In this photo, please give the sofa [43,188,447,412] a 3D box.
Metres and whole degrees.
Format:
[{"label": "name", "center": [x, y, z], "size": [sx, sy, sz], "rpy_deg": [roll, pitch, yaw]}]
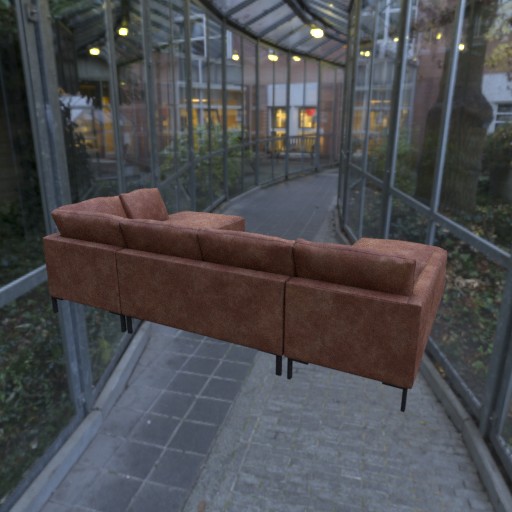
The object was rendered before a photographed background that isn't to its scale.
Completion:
[{"label": "sofa", "center": [0.000, 0.000, 3.781], "size": [2.956, 0.900, 1.939], "rpy_deg": [9, 19, 26]}]
